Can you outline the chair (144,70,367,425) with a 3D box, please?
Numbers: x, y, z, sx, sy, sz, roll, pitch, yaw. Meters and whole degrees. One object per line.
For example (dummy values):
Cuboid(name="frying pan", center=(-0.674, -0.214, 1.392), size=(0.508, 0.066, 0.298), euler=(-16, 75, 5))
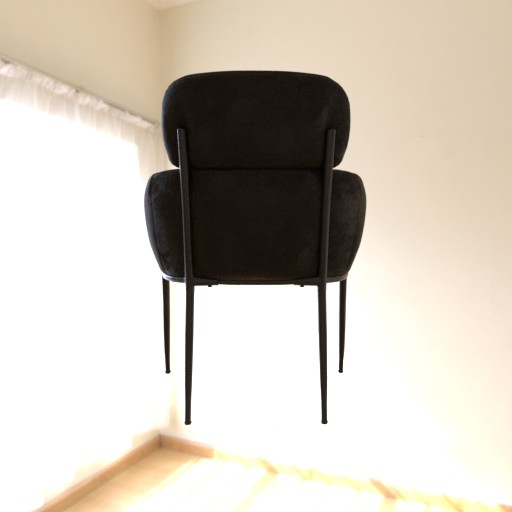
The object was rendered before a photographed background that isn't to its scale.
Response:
Cuboid(name="chair", center=(0.000, 0.000, 1.259), size=(0.640, 0.818, 0.604), euler=(0, 0, -1))
